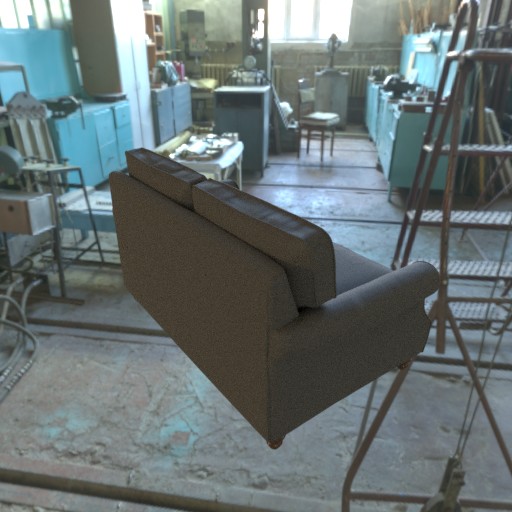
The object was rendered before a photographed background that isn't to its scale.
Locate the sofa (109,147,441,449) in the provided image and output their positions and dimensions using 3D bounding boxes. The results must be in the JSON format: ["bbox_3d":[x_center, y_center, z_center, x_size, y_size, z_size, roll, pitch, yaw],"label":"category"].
[{"bbox_3d":[0.000,0.000,2.286,0.964,0.937,1.665,-18,31,-32],"label":"sofa"}]
